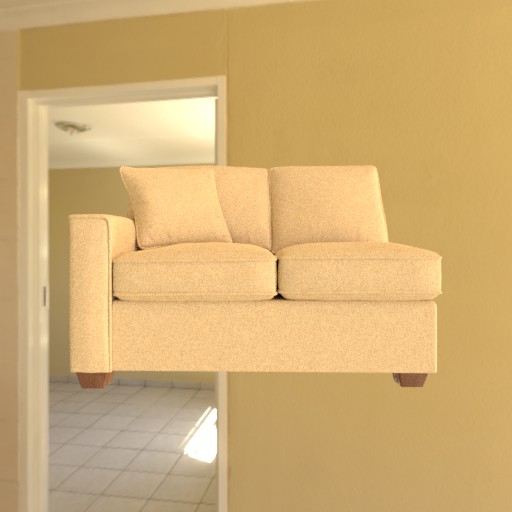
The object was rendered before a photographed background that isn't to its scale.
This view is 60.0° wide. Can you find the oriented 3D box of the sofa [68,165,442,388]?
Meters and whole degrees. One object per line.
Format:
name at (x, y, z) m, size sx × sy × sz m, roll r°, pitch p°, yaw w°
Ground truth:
sofa at (0.000, 0.000, 2.087) m, size 1.388 × 0.989 × 0.991 m, roll 0°, pitch 0°, yaw -1°
